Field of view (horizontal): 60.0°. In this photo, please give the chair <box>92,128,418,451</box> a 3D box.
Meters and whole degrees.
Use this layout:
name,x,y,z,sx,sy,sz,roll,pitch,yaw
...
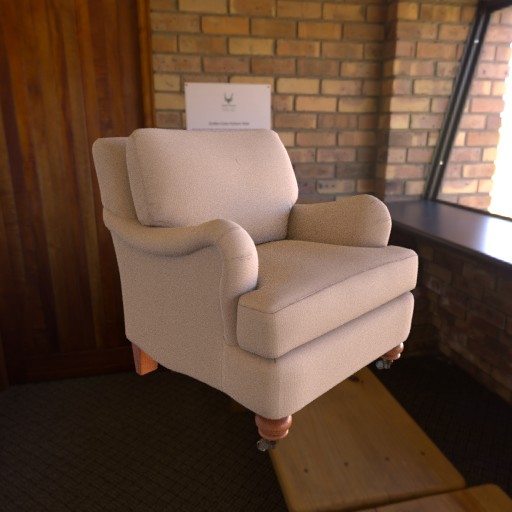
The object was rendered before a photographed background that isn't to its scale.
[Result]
name,x,y,z,sx,sy,sz,roll,pitch,yaw
chair,0.000,0.000,1.877,0.955,1.038,1.070,-15,21,-43
